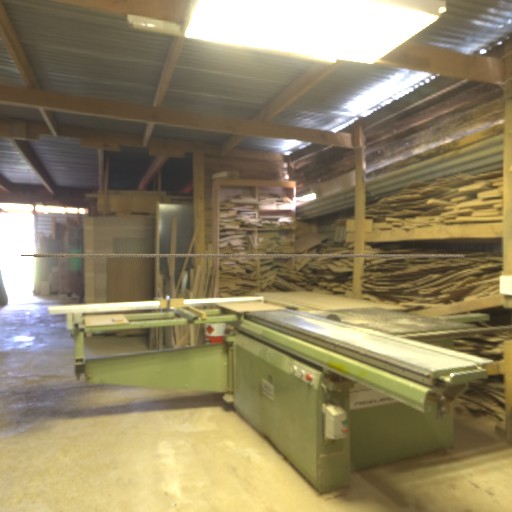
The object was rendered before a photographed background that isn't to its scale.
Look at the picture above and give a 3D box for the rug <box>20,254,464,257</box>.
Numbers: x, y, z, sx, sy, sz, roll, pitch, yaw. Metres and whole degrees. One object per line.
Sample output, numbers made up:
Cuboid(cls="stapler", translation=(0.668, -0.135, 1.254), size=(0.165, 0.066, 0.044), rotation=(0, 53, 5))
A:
Cuboid(cls="rug", translation=(0.000, 0.000, 2.507), size=(2.276, 0.014, 0.678), rotation=(0, 0, -17))
